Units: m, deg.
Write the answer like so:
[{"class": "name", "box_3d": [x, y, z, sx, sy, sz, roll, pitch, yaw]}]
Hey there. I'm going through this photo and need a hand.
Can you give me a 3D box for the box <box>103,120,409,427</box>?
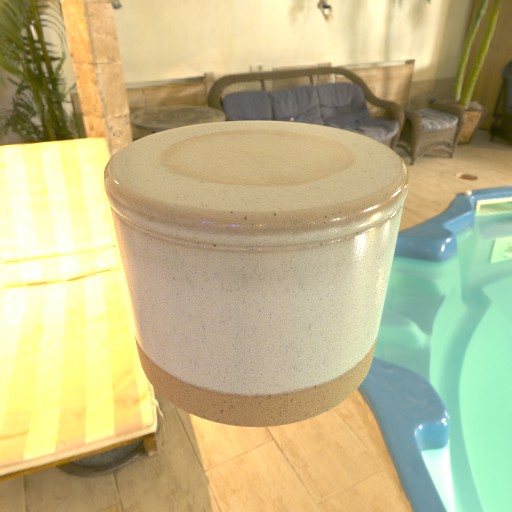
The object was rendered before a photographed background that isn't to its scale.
[{"class": "box", "box_3d": [0.000, 0.000, 0.260, 0.154, 0.123, 0.154, 0, 30, 0]}]
